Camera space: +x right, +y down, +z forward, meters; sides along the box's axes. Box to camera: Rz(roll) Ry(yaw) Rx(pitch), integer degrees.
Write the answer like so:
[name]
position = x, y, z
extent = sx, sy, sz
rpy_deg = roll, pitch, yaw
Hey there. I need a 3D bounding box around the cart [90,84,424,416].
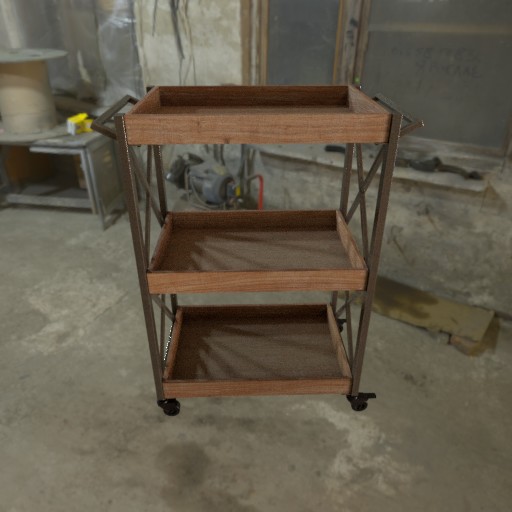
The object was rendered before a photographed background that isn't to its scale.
[cart]
position = 0.000, 0.000, 1.221
extent = 0.673, 0.835, 0.377
rpy_deg = -1, 30, -2
